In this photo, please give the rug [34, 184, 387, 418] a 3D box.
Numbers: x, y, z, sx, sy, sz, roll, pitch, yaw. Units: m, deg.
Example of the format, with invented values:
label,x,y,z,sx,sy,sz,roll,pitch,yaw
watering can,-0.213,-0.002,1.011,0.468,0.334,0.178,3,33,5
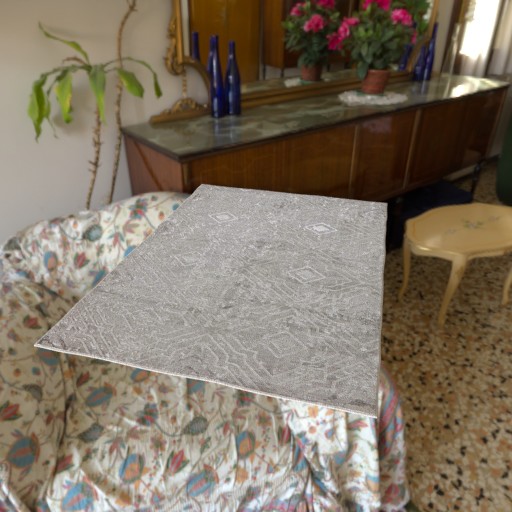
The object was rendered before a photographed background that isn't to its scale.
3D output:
label,x,y,z,sx,sy,sz,roll,pitch,yaw
rug,0.000,0.000,4.344,2.448,0.020,3.359,8,31,13
